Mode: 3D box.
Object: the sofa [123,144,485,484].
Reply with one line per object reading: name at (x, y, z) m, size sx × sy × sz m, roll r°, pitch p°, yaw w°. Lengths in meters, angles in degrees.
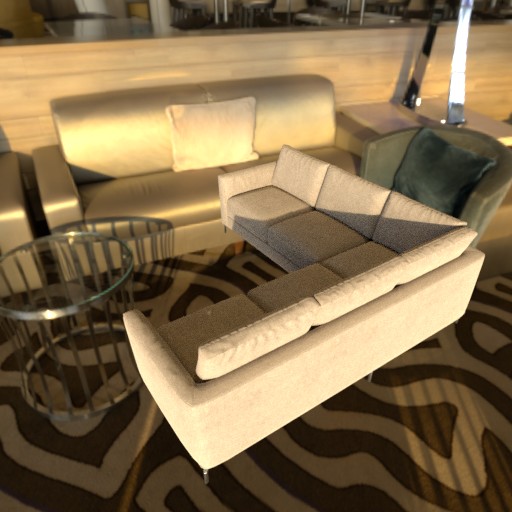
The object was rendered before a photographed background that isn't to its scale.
sofa at (0.000, 0.000, 3.563) m, size 2.438 × 0.864 × 2.438 m, roll -20°, pitch 37°, yaw -29°
